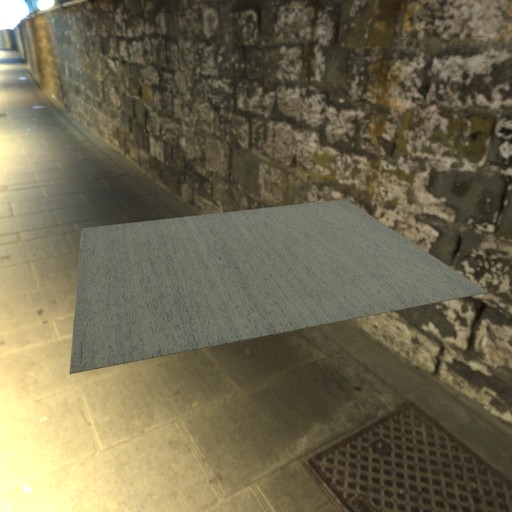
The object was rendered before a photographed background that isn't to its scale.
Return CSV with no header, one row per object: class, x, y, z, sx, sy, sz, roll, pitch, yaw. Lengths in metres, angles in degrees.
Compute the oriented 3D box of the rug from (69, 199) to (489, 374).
rug,0.000,0.000,4.214,3.197,0.006,2.438,-8,27,-16
